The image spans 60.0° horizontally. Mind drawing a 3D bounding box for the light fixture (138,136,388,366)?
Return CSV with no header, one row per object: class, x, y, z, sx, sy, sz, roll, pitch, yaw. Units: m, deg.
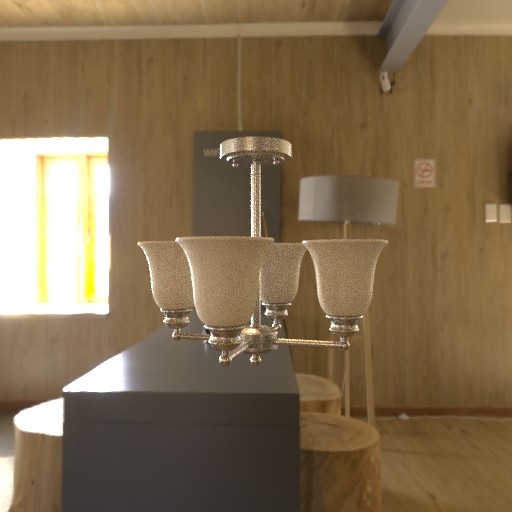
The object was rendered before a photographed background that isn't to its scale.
light fixture,0.000,0.000,0.746,0.427,0.370,0.427,0,0,16
